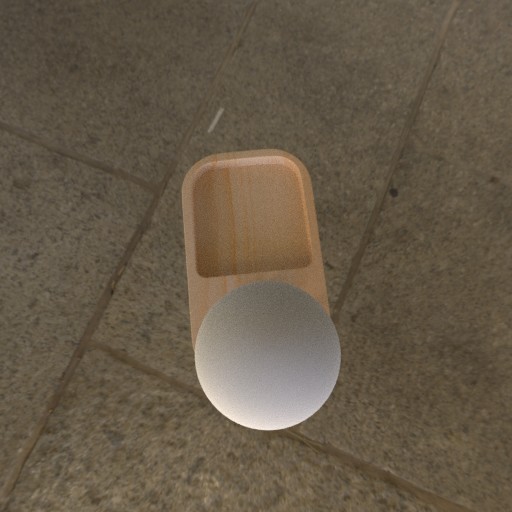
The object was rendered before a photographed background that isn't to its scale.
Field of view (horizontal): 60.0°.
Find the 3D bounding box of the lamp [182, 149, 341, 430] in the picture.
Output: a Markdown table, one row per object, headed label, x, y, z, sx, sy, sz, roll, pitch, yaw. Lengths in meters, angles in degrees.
| label | x | y | z | sx | sy | sz | roll | pitch | yaw |
| --- | --- | --- | --- | --- | --- | --- | --- | --- | --- |
| lamp | 0.000 | 0.000 | 0.470 | 0.173 | 0.253 | 0.331 | -6 | 77 | -1 |
